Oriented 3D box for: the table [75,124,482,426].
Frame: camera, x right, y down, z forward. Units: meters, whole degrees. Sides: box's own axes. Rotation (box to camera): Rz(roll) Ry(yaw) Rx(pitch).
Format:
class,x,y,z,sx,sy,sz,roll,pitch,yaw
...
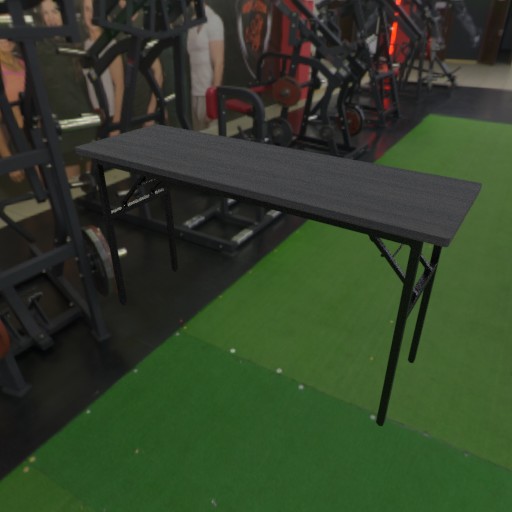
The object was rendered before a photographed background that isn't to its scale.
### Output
class,x,y,z,sx,sy,sz,roll,pitch,yaw
table,0.000,0.000,1.741,1.399,0.750,0.449,18,35,28
